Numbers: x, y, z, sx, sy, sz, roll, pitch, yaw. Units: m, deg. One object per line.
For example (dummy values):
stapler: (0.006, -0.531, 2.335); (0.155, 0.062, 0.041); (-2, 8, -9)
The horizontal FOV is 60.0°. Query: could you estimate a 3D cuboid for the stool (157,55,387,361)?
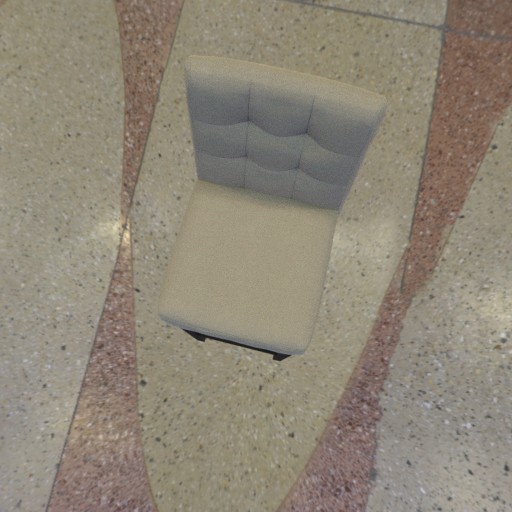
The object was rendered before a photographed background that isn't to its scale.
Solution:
stool: (0.000, 0.000, 1.307); (0.411, 1.047, 0.548); (14, 77, 3)
